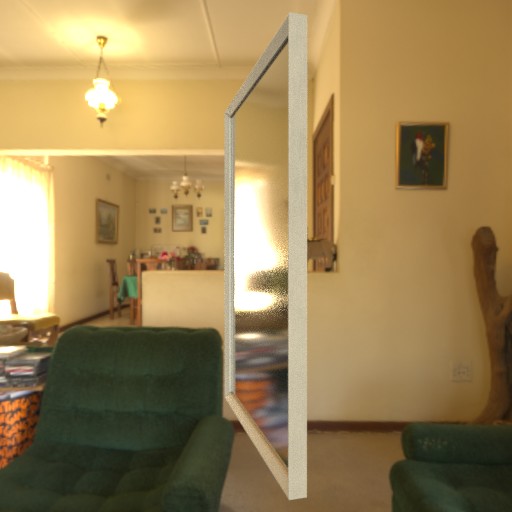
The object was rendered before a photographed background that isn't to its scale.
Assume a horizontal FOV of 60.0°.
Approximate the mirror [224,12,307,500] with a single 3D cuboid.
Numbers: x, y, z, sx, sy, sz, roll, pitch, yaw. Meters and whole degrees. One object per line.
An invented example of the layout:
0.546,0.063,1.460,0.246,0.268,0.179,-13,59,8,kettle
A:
0.000,0.000,1.129,0.041,0.915,0.609,0,0,-15,mirror
